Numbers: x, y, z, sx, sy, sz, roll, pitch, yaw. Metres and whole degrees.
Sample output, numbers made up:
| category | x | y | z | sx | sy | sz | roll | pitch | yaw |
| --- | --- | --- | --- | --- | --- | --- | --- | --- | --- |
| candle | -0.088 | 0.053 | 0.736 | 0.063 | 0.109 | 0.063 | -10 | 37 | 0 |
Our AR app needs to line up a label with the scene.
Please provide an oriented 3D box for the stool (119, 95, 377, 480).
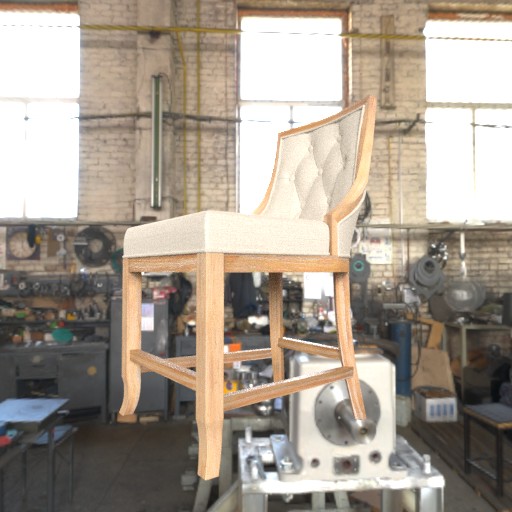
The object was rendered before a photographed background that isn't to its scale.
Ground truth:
| category | x | y | z | sx | sy | sz | roll | pitch | yaw |
| --- | --- | --- | --- | --- | --- | --- | --- | --- | --- |
| stool | 0.000 | 0.000 | 1.302 | 0.626 | 0.938 | 0.524 | 1 | -2 | -36 |
